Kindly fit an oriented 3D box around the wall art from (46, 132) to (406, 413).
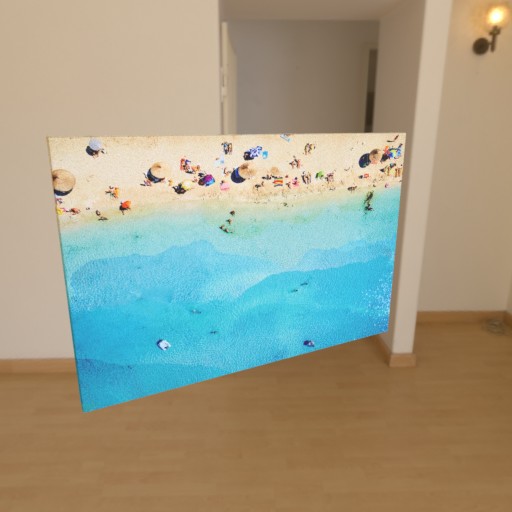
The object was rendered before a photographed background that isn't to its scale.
[{"bbox_3d":[0.000,0.000,1.122,0.894,0.595,0.057,-8,18,-26],"label":"wall art"}]
